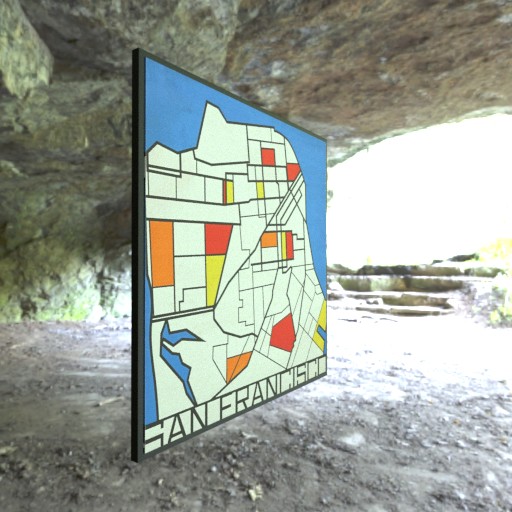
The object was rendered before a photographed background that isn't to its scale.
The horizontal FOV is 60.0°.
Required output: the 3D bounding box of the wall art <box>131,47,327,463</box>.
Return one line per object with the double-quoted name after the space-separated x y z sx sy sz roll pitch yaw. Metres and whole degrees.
0.000 0.000 0.676 0.013 0.457 0.458 0 -1 36 "wall art"
